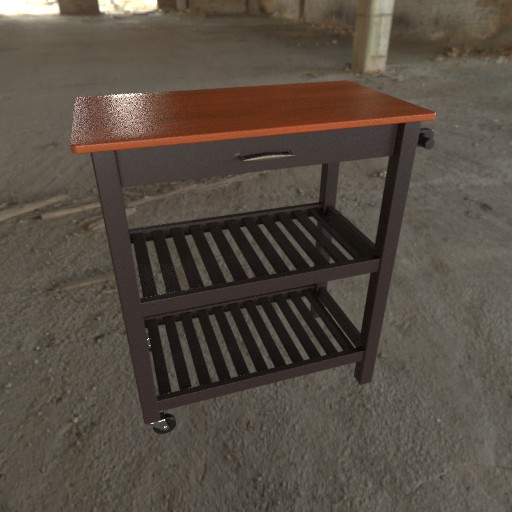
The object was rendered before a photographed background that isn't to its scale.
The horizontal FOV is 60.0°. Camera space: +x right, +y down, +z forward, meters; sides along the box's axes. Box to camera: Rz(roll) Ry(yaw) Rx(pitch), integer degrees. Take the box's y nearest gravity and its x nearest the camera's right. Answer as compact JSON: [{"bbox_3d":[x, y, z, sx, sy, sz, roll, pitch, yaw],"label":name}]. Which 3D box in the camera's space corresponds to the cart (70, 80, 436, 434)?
[{"bbox_3d":[0.000,0.000,1.394,0.899,0.927,0.457,-10,33,-15],"label":"cart"}]
